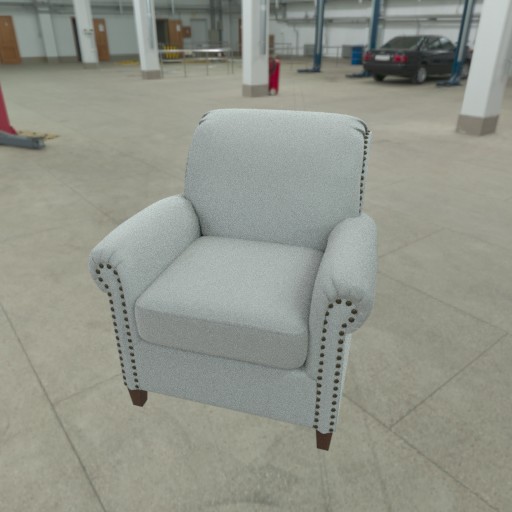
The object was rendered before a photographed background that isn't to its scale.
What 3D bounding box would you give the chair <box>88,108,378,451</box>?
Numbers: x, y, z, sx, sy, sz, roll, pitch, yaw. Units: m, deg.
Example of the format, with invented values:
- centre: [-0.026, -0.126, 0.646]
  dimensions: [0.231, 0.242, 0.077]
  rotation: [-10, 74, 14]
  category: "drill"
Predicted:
- centre: [0.000, 0.000, 1.615]
  dimensions: [0.854, 0.927, 0.890]
  rotation: [8, 28, 14]
  category: "chair"
